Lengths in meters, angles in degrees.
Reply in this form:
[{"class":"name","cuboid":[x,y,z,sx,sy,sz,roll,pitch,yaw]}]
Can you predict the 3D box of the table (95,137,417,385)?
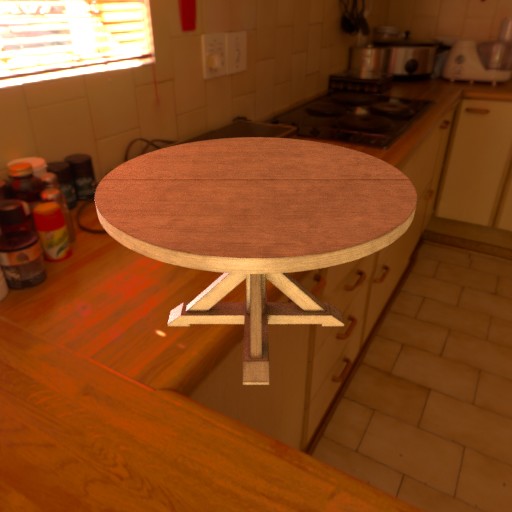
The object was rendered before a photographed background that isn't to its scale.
[{"class":"table","cuboid":[0.000,0.000,2.156,1.363,0.781,1.363,0,30,0]}]
